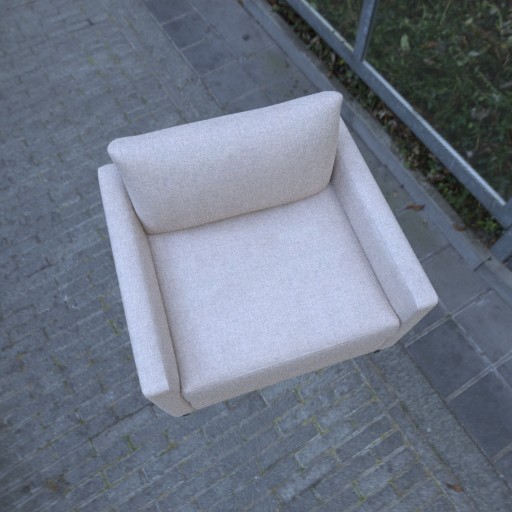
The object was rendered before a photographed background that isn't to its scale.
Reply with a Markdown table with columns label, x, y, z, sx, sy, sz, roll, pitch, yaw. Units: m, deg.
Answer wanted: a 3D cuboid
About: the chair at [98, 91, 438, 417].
| label | x | y | z | sx | sy | sz | roll | pitch | yaw |
| --- | --- | --- | --- | --- | --- | --- | --- | --- | --- |
| chair | 0.000 | 0.000 | 1.647 | 0.963 | 0.861 | 0.866 | -16 | 65 | -8 |
